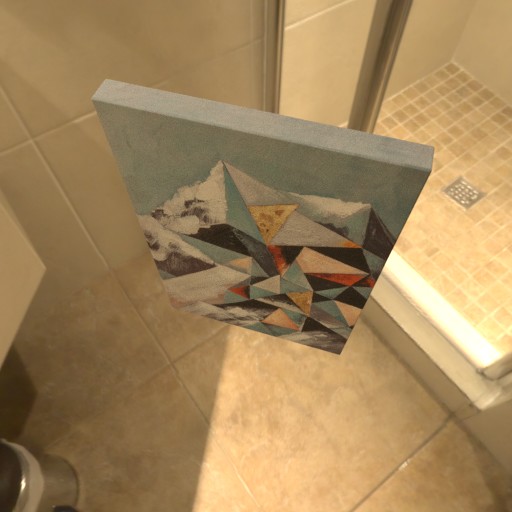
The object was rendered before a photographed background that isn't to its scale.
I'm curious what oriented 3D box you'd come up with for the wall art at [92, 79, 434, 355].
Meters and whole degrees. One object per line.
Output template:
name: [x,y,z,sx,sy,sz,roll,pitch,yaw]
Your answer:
wall art: [0.000,0.000,1.162,0.609,0.911,0.061,14,60,9]
